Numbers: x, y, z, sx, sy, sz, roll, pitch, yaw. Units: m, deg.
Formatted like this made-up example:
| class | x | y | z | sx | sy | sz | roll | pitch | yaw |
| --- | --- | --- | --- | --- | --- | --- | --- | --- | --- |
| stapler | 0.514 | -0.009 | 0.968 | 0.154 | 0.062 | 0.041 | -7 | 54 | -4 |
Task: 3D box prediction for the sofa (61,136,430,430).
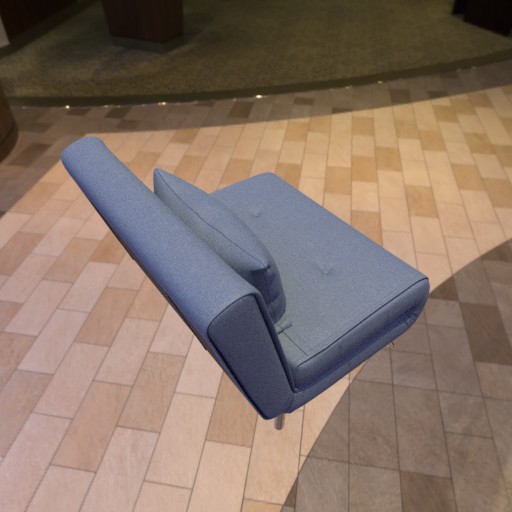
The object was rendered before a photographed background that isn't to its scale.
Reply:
| class | x | y | z | sx | sy | sz | roll | pitch | yaw |
| --- | --- | --- | --- | --- | --- | --- | --- | --- | --- |
| sofa | 0.000 | 0.000 | 1.733 | 0.996 | 0.860 | 0.999 | -26 | 48 | -27 |
